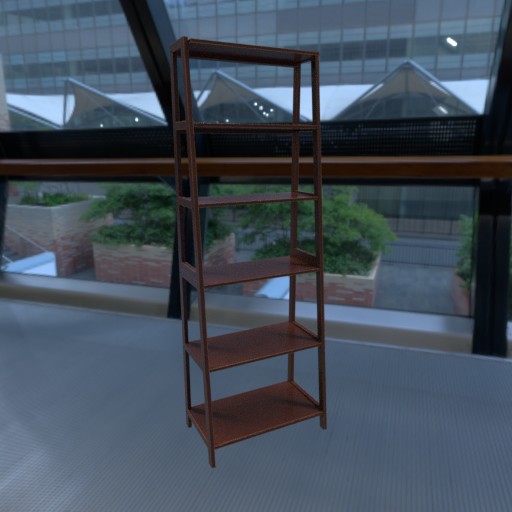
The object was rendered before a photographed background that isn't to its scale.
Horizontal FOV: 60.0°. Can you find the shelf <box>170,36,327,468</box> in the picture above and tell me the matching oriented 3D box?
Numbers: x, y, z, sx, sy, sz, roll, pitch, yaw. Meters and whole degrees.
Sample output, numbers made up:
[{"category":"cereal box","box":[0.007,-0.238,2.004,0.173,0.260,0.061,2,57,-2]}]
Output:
[{"category":"shelf","box":[0.000,0.000,2.151,0.660,1.892,0.381,-7,16,-26]}]
